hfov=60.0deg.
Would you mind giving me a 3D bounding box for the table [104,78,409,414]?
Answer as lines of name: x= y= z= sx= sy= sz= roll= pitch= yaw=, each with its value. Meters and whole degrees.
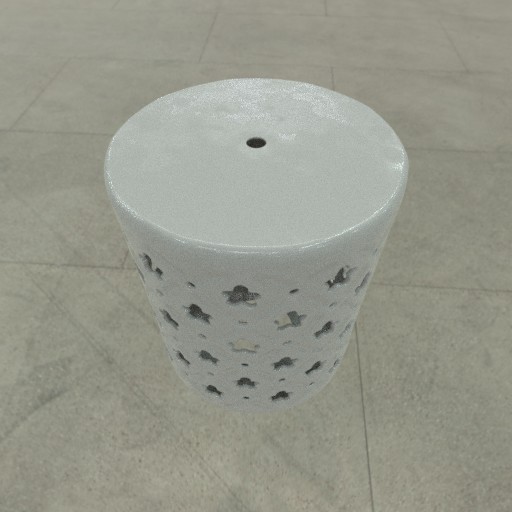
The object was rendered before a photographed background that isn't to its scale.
table: x=0.000 y=0.000 z=0.654 sx=0.352 sy=0.387 sz=0.352 roll=0 pitch=47 yaw=0
